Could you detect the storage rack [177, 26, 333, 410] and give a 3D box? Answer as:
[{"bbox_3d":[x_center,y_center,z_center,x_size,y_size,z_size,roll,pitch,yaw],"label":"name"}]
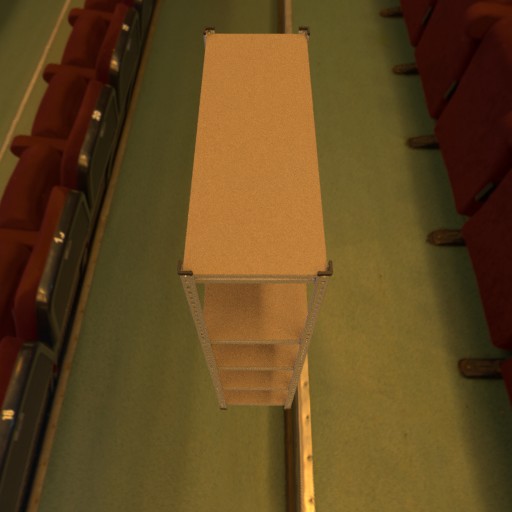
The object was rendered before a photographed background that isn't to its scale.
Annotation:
[{"bbox_3d":[0.000,0.000,2.386,0.457,1.829,1.219,0,59,0],"label":"storage rack"}]
